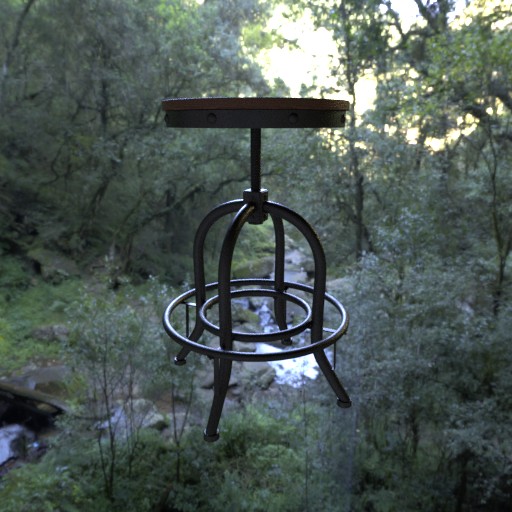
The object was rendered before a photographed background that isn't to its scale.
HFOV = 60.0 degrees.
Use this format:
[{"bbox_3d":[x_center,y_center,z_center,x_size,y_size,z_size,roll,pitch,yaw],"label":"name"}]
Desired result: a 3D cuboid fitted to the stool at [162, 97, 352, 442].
[{"bbox_3d":[0.000,0.000,0.927,0.439,0.609,0.439,7,18,23],"label":"stool"}]
